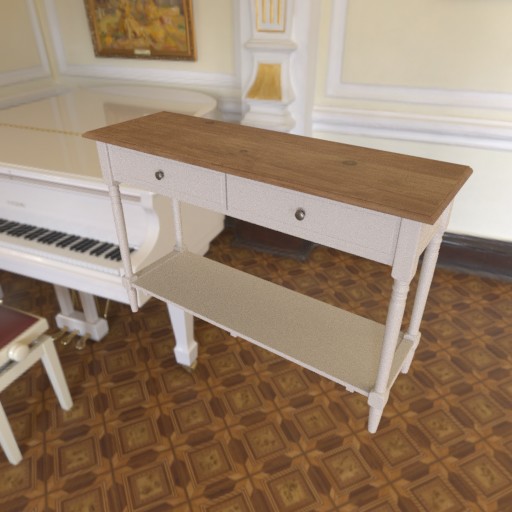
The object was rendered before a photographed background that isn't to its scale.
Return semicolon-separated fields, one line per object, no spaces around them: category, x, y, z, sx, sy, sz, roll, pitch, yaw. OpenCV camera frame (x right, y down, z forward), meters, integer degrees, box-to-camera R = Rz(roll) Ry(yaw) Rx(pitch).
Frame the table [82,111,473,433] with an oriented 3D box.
table;0.000;0.000;1.609;1.219;0.800;0.399;19;36;29
